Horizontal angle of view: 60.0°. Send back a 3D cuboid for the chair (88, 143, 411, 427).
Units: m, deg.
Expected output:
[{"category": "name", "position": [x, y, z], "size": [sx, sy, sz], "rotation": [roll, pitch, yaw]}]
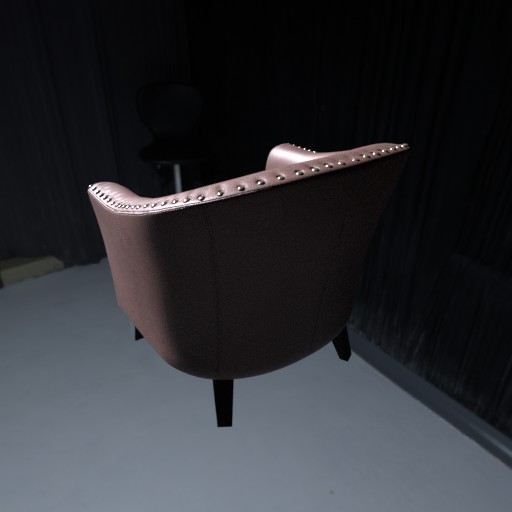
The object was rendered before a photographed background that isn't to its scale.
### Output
[{"category": "chair", "position": [0.000, 0.000, 1.413], "size": [0.794, 0.823, 0.748], "rotation": [-19, 36, -29]}]
